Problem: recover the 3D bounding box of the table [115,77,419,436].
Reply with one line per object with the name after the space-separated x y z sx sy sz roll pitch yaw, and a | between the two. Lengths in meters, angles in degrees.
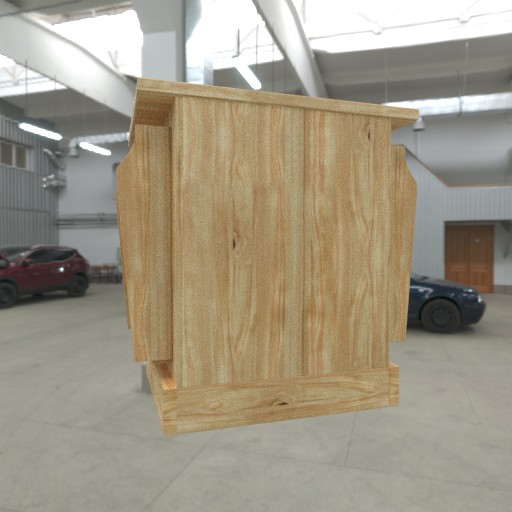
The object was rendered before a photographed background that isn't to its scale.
0.000 0.000 0.879 0.530 0.515 0.380 0 1 -18 | table
